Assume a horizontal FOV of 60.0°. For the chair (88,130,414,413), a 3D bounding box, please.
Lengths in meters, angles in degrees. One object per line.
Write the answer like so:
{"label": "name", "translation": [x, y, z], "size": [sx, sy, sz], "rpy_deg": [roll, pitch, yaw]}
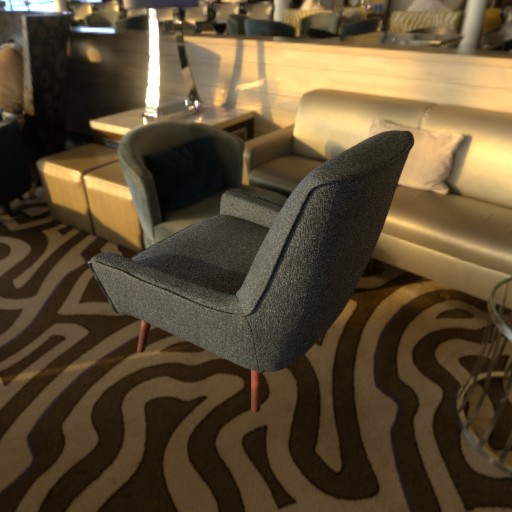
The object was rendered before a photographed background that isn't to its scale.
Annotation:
{"label": "chair", "translation": [0.000, 0.000, 1.513], "size": [0.859, 0.883, 0.763], "rpy_deg": [20, 36, 30]}
